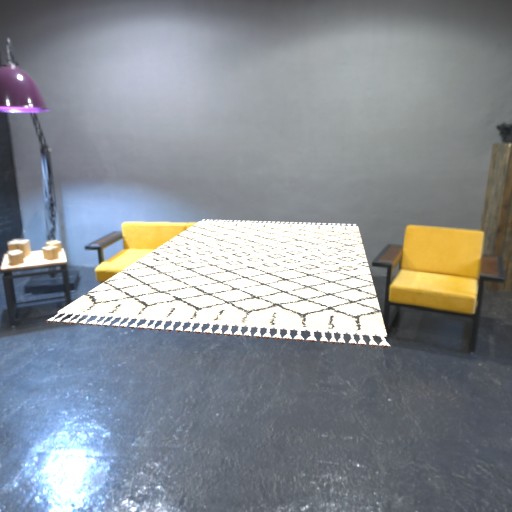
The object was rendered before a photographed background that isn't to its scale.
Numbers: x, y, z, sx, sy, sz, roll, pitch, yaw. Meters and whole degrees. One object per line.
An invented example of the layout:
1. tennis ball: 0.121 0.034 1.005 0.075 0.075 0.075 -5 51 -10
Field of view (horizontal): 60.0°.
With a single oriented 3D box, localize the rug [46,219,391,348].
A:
1. rug: 0.000 0.000 2.440 1.196 0.008 2.006 3 15 9
